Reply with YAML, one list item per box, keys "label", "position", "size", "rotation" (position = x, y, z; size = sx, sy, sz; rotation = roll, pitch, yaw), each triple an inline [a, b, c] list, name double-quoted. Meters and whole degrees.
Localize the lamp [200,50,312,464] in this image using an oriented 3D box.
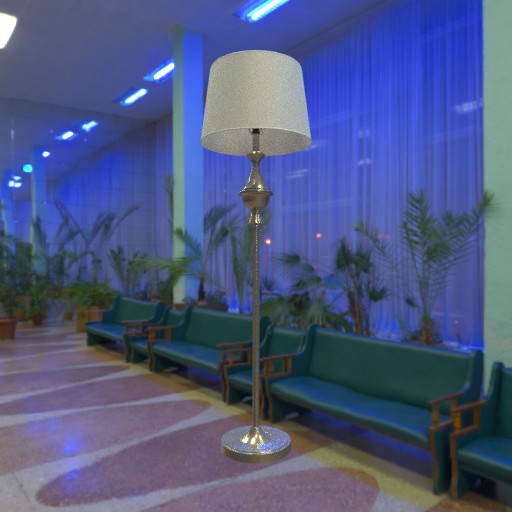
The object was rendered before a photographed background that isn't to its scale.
- label: "lamp"
  position: [0.000, 0.000, 1.723]
  size: [0.431, 1.488, 0.431]
  rotation: [0, 0, 0]
